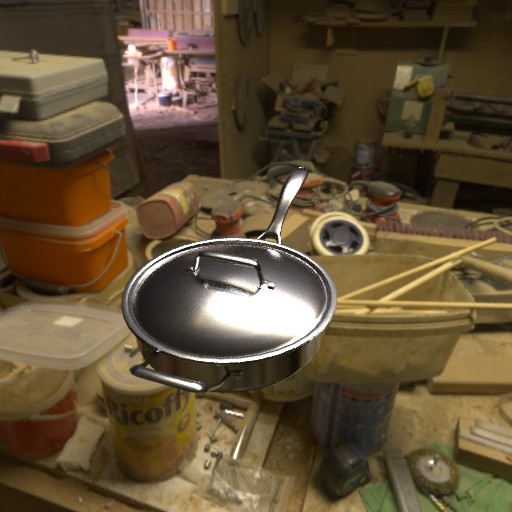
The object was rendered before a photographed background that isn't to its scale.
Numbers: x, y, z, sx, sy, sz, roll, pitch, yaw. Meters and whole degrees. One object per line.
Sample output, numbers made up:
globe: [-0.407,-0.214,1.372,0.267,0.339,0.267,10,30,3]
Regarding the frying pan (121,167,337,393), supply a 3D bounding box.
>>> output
frying pan: [0.000,0.000,0.673,0.280,0.114,0.561,10,32,17]
